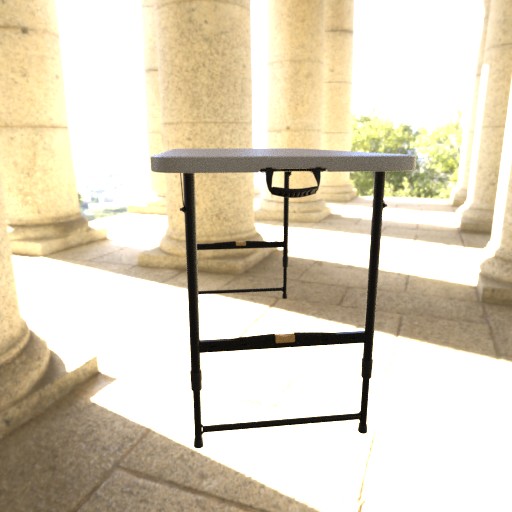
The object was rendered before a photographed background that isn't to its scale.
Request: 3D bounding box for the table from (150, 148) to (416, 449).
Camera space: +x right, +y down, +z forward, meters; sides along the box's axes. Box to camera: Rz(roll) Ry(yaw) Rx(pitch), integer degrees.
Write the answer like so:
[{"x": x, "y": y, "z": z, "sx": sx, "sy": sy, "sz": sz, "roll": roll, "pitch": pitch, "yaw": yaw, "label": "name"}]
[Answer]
[{"x": 0.000, "y": 0.000, "z": 1.597, "sx": 0.611, "sy": 0.737, "sz": 1.245, "roll": -2, "pitch": 14, "yaw": -8, "label": "table"}]
